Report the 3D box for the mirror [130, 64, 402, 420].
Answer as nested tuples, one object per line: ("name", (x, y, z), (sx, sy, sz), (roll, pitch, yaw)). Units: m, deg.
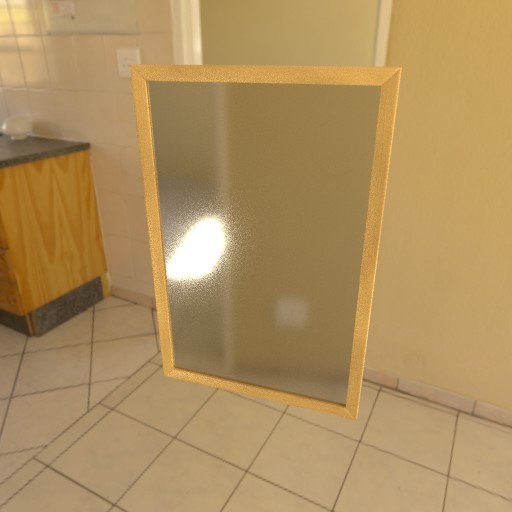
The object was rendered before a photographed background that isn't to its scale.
("mirror", (0.000, 0.000, 1.158), (0.609, 0.915, 0.040), (8, 26, 16))
